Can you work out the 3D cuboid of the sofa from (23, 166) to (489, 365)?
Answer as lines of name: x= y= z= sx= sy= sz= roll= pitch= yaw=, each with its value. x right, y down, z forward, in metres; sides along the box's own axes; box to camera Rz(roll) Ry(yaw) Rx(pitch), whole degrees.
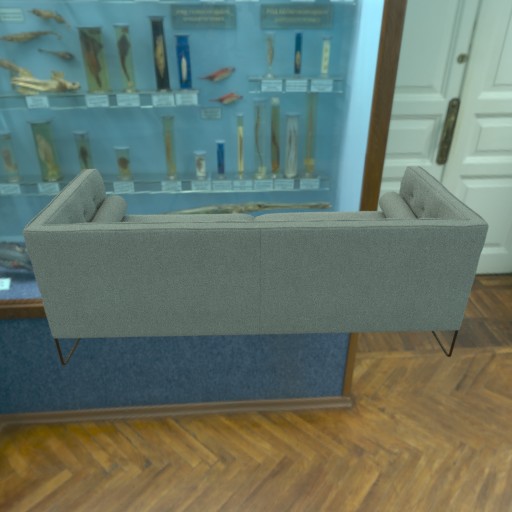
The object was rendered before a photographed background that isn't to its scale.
sofa: x=0.000 y=0.000 z=2.516 sx=2.079 sy=0.798 sz=0.912 roll=-1 pitch=29 yaw=-2
